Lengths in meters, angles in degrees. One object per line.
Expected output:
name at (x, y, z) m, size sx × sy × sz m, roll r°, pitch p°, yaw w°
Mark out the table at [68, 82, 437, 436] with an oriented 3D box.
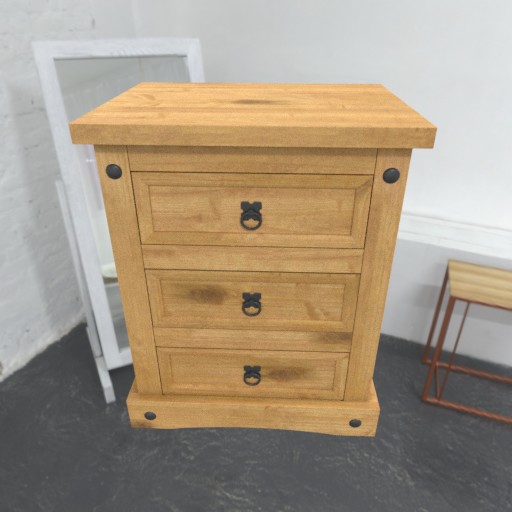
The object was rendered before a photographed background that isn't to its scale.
table at (0.000, 0.000, 1.205) m, size 0.660 × 0.813 × 0.500 m, roll 1°, pitch 30°, yaw 2°
